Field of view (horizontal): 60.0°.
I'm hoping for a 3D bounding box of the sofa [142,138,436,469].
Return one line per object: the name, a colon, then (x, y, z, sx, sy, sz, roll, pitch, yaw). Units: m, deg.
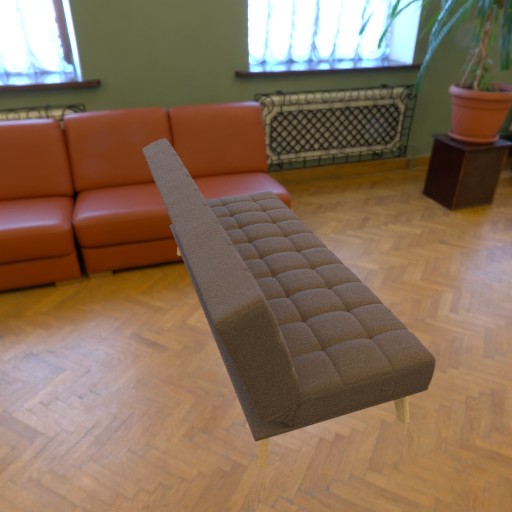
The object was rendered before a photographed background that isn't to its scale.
sofa: (0.000, 0.000, 2.270, 0.860, 0.810, 1.800, -10, 32, -16)
